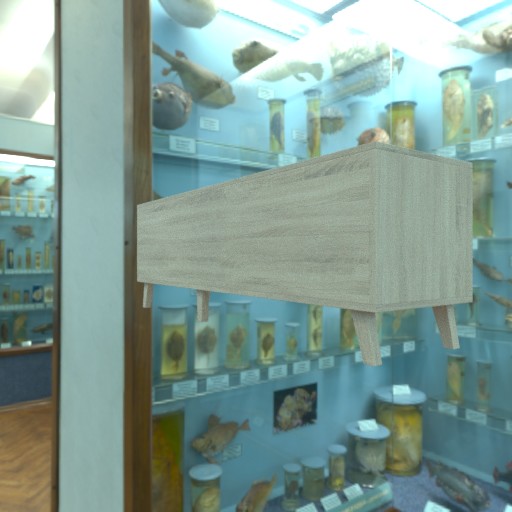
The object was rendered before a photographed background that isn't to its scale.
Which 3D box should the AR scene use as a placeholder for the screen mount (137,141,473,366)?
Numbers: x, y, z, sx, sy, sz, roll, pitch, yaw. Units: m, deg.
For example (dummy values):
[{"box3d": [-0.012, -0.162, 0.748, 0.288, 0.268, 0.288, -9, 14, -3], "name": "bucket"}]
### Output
[{"box3d": [0.000, 0.000, 1.715, 0.400, 0.510, 1.500, 0, 0, -35], "name": "screen mount"}]
